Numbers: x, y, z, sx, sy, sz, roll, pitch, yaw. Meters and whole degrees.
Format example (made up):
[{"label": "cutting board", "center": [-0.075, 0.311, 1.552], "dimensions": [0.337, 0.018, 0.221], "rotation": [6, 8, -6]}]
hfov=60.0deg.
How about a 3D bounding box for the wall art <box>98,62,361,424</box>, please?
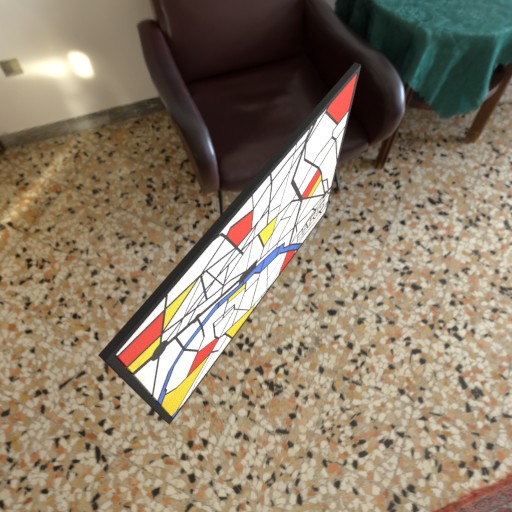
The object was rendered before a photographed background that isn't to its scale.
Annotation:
[{"label": "wall art", "center": [0.000, 0.000, 0.873], "dimensions": [0.013, 0.458, 0.664], "rotation": [31, 65, 16]}]
